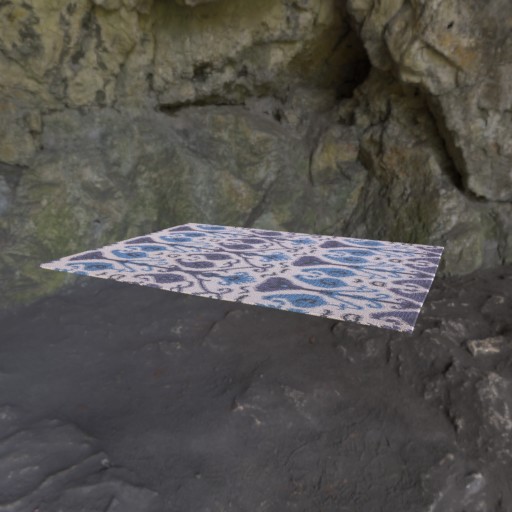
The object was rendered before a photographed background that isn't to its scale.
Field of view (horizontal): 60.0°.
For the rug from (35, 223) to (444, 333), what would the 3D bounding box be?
[{"bbox_3d":[0.000,0.000,3.012,2.261,0.013,1.676,7,16,25],"label":"rug"}]
